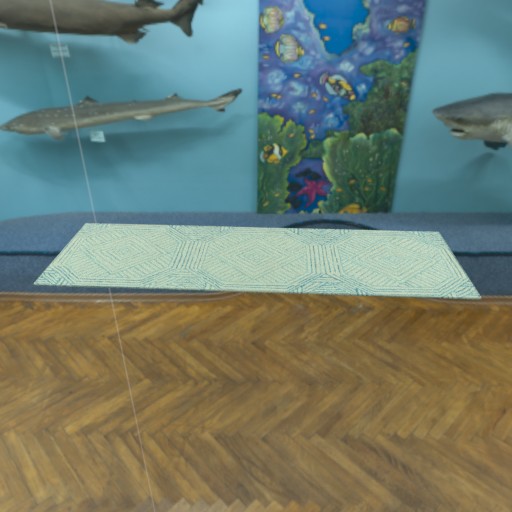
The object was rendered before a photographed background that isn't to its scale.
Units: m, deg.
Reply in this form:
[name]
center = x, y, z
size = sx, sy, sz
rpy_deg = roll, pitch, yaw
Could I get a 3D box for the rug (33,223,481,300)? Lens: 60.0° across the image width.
[rug]
center = 0.000, 0.000, 2.746
size = 2.452, 0.012, 0.775
rpy_deg = 2, 31, 3
